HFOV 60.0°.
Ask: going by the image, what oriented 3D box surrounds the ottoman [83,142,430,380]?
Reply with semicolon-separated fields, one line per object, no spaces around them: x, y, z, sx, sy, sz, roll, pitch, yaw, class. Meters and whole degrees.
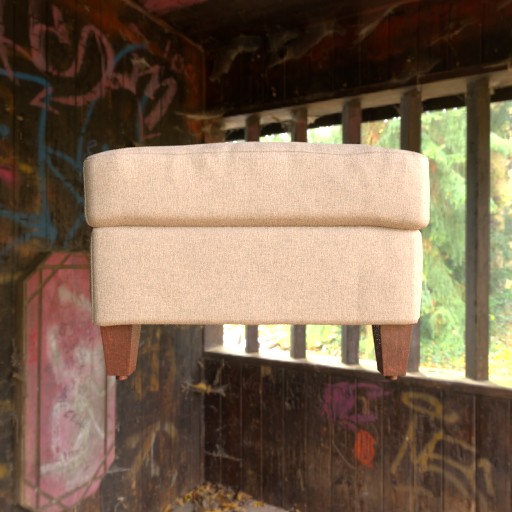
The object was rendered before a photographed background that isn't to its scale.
0.000;0.000;1.288;0.692;0.511;0.902;0;0;0;ottoman
